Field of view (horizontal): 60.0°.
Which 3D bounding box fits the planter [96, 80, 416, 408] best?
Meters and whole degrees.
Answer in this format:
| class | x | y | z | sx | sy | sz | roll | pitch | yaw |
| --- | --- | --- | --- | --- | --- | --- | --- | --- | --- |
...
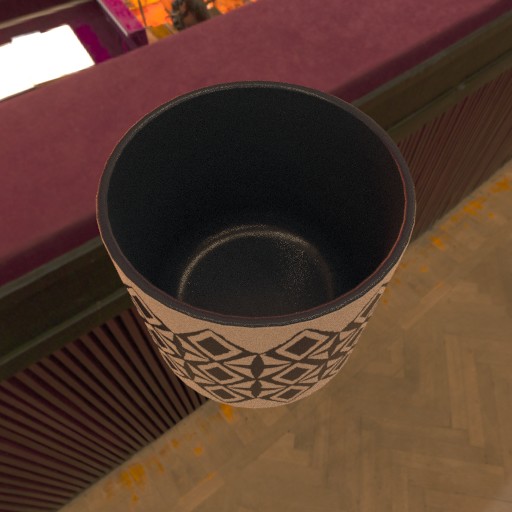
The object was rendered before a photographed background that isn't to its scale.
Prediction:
| class | x | y | z | sx | sy | sz | roll | pitch | yaw |
| --- | --- | --- | --- | --- | --- | --- | --- | --- | --- |
| planter | 0.000 | 0.000 | 0.282 | 0.159 | 0.144 | 0.159 | 0 | 58 | 0 |
